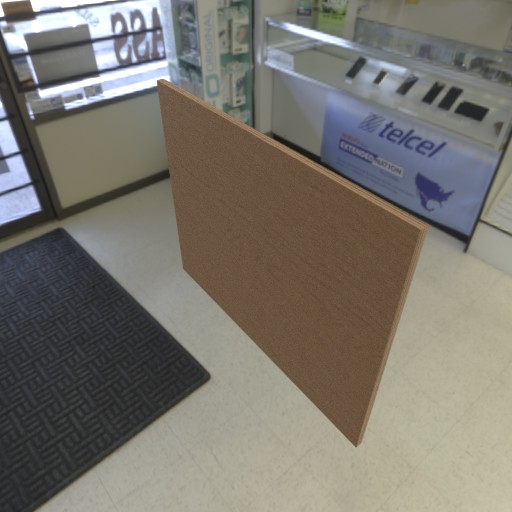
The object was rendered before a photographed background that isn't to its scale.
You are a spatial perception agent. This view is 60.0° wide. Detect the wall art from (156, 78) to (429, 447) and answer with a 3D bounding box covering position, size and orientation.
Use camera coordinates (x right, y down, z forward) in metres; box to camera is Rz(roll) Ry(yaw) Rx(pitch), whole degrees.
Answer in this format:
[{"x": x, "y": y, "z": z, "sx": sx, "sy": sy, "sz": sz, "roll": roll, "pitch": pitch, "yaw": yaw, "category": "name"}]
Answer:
[{"x": 0.000, "y": 0.000, "z": 0.691, "sx": 0.013, "sy": 0.406, "sz": 0.508, "roll": -26, "pitch": 47, "yaw": -28, "category": "wall art"}]
